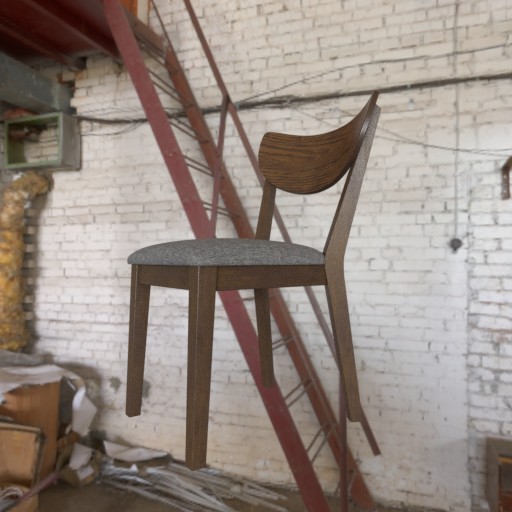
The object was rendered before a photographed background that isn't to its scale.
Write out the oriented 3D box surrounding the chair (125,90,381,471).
[{"bbox_3d":[0.000,0.000,1.198,0.583,0.849,0.491,0,-1,-35],"label":"chair"}]
